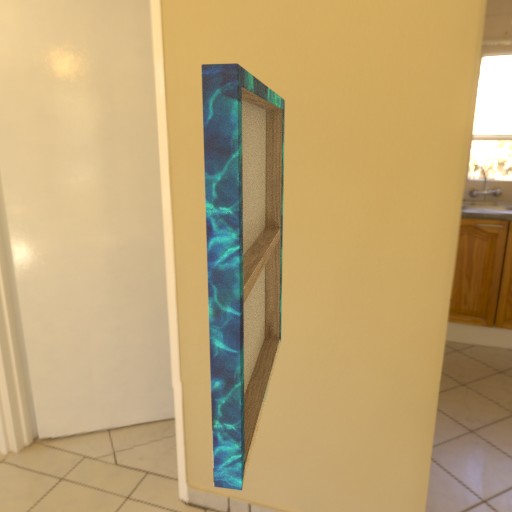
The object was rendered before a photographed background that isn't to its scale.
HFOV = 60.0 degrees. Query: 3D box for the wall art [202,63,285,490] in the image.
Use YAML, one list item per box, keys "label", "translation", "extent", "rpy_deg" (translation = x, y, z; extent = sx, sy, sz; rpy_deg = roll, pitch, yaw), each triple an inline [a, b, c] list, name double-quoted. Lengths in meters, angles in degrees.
- label: "wall art"
  translation: [0.000, 0.000, 0.712]
  extent: [0.038, 0.508, 0.432]
  rpy_deg: [3, 15, 9]
